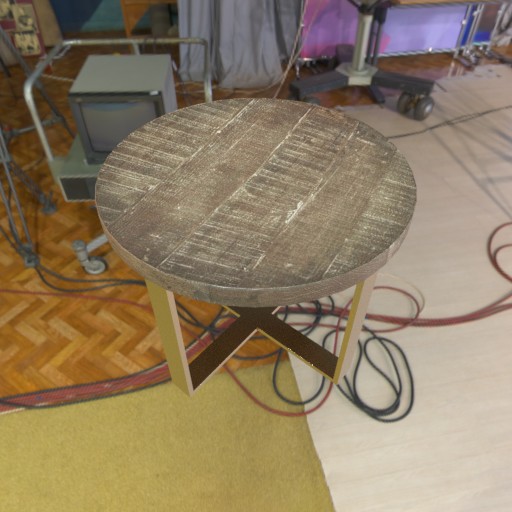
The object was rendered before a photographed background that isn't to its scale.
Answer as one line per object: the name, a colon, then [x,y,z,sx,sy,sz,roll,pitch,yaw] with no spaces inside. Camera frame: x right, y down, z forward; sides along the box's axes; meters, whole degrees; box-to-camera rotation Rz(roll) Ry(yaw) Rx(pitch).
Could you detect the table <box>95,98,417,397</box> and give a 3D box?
table: [0.000,0.000,0.947,0.557,0.437,0.557,0,46,0]
